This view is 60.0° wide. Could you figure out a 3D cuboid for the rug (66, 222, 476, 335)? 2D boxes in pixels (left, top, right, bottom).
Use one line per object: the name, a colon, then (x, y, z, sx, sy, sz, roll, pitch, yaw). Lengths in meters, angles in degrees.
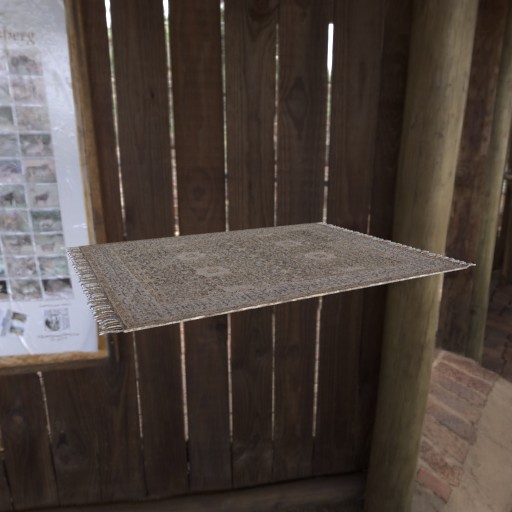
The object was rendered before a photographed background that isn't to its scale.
rug: (0.000, 0.000, 4.353, 3.291, 0.017, 2.431, -7, 16, -26)
